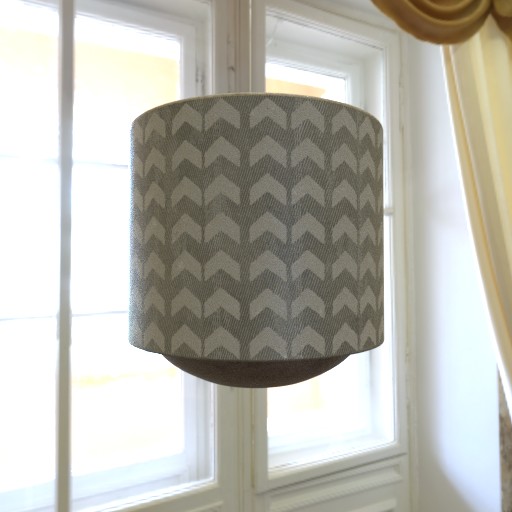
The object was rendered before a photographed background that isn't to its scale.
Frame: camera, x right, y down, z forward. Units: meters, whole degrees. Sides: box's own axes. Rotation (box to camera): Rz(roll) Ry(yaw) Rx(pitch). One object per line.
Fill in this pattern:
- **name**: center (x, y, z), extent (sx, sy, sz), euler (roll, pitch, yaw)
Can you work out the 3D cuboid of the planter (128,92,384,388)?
- **planter**: center (0.000, 0.000, 0.451), extent (0.250, 0.239, 0.250), euler (0, -1, 0)
